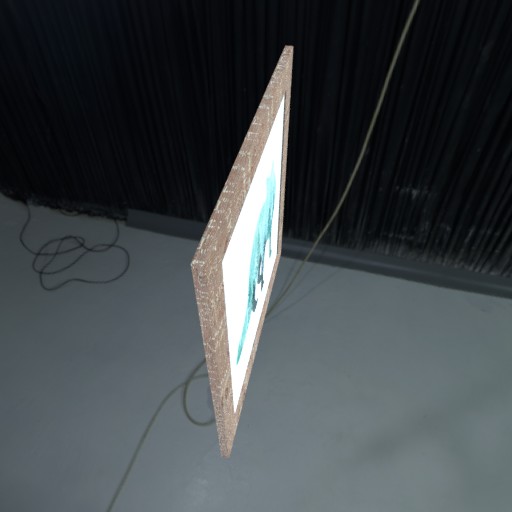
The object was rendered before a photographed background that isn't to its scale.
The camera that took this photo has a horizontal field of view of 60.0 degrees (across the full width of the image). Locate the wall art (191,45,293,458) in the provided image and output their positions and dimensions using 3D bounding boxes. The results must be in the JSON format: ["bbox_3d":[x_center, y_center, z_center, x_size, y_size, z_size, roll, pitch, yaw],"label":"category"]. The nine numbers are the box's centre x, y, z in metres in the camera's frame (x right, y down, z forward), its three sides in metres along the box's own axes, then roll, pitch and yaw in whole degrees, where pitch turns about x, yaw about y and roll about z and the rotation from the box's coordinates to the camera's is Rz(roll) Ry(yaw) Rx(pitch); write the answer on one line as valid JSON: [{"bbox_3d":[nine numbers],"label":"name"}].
[{"bbox_3d":[0.000,0.000,0.578,0.012,0.384,0.384,9,48,9],"label":"wall art"}]
